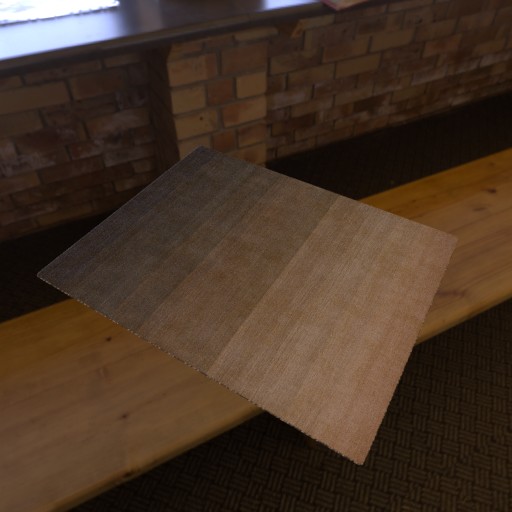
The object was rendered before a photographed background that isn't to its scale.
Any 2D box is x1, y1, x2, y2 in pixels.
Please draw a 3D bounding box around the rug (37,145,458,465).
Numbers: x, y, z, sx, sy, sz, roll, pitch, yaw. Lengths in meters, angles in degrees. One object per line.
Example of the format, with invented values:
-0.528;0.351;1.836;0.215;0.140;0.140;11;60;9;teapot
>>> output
0.000;0.000;3.846;2.902;0.017;2.305;24;51;21;rug
